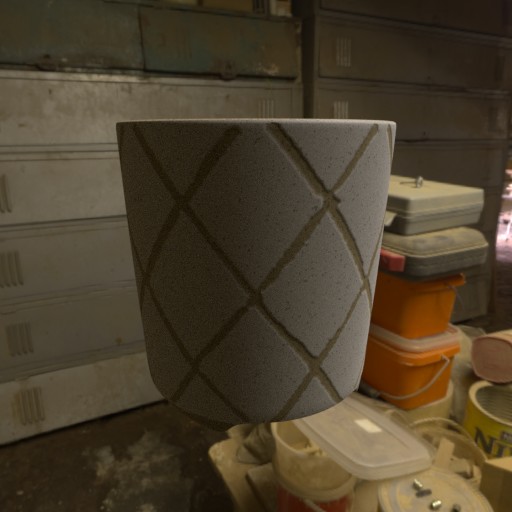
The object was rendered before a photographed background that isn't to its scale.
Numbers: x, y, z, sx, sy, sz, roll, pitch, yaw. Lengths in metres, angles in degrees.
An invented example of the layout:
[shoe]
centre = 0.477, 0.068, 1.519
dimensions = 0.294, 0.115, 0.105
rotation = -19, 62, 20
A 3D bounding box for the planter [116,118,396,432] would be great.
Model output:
[planter]
centre = 0.000, 0.000, 0.407
dimensions = 0.228, 0.235, 0.228
rotation = 0, 16, 0
